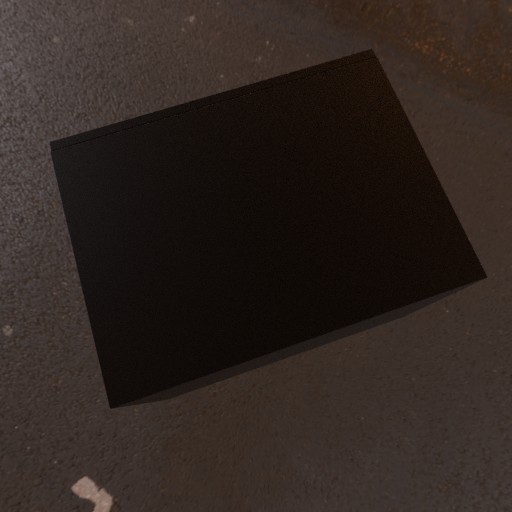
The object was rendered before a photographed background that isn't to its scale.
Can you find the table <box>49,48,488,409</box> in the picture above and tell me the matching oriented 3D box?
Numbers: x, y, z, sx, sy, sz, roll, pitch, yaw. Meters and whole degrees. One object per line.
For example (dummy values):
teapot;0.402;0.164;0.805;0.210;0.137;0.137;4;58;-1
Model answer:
table;0.000;0.000;0.959;0.564;0.584;0.441;-18;75;-5
